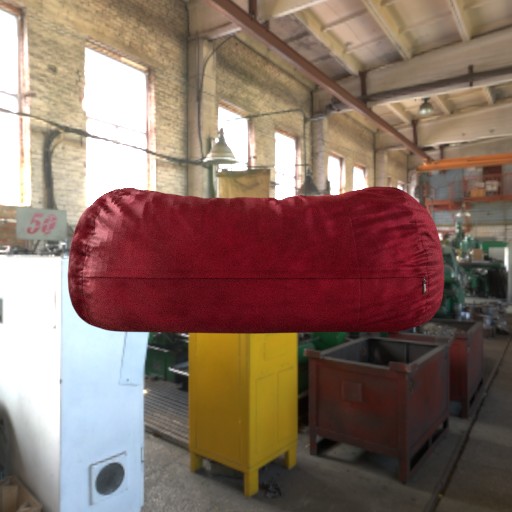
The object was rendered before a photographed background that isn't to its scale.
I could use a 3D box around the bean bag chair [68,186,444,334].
[{"bbox_3d":[0.000,0.000,2.828,2.293,0.867,1.216,0,1,0],"label":"bean bag chair"}]
